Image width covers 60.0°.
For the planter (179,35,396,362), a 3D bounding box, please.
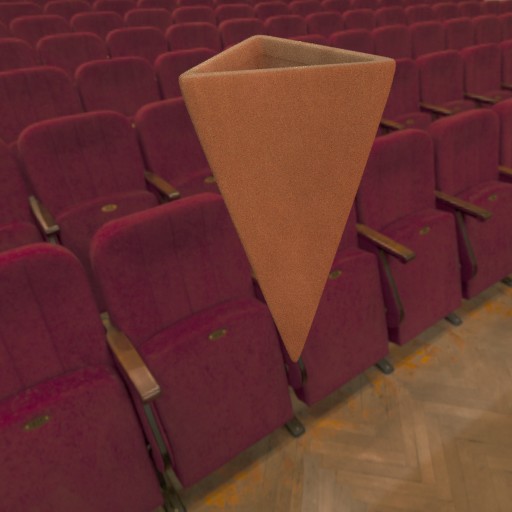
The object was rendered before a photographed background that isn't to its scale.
[{"bbox_3d":[0.000,0.000,0.266,0.081,0.224,0.101,-22,39,-29],"label":"planter"}]
